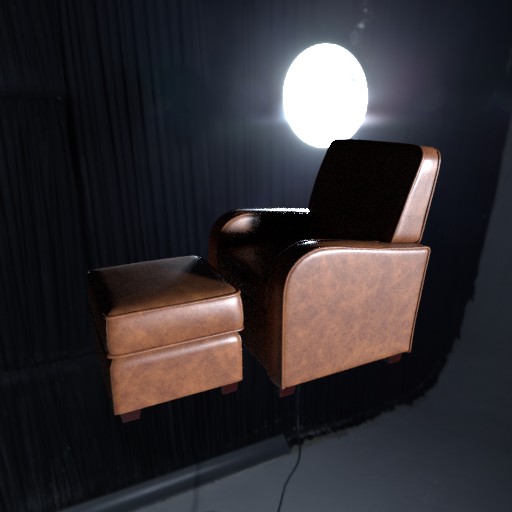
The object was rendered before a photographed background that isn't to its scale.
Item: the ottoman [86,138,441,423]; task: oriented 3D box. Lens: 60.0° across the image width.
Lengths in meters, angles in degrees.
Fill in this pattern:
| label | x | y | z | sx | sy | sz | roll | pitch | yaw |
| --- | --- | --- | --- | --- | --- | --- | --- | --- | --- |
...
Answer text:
| label | x | y | z | sx | sy | sz | roll | pitch | yaw |
| --- | --- | --- | --- | --- | --- | --- | --- | --- | --- |
| ottoman | 0.000 | 0.000 | 1.839 | 1.314 | 0.904 | 0.732 | -9 | 20 | -25 |
